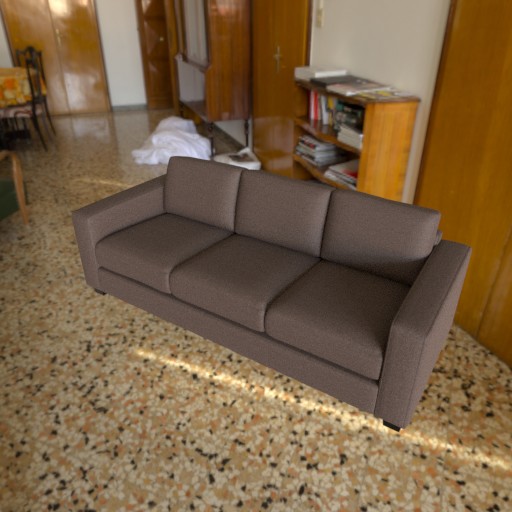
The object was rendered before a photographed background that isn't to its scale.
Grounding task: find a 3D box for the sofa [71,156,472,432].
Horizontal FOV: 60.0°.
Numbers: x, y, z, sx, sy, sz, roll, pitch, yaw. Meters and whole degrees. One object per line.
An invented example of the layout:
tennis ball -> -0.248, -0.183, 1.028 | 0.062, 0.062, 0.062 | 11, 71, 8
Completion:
sofa -> 0.000, 0.000, 2.610 | 2.160, 0.806, 0.900 | 18, 34, 28
